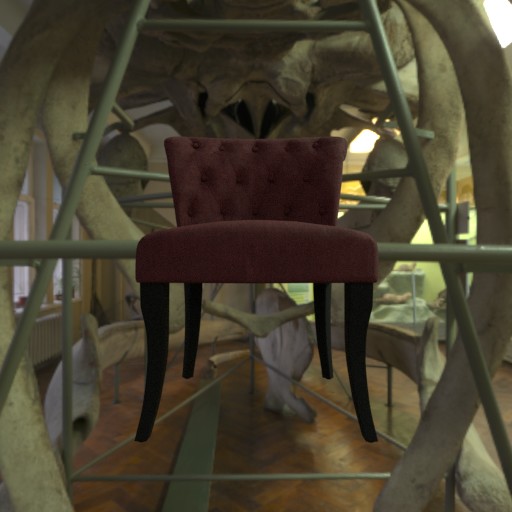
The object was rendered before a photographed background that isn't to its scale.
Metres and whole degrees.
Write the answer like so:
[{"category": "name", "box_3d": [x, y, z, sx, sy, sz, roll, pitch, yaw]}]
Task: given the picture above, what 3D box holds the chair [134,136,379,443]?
[{"category": "chair", "box_3d": [0.000, 0.000, 1.188, 0.582, 0.750, 0.605, 0, 1, 0]}]
